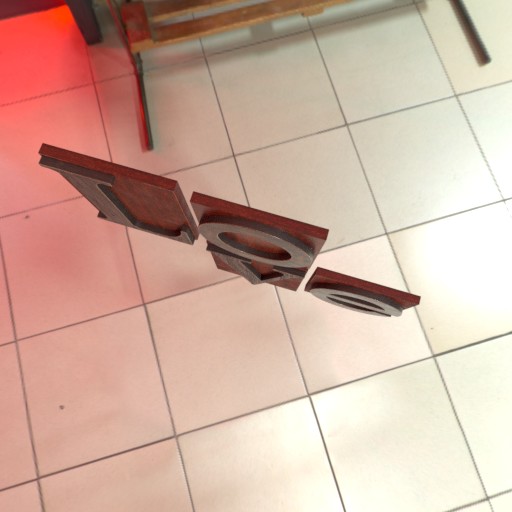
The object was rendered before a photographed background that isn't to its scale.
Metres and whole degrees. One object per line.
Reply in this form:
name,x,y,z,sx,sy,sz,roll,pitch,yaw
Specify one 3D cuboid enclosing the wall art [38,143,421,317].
wall art,0.000,0.000,0.840,0.635,0.497,0.030,16,77,4
